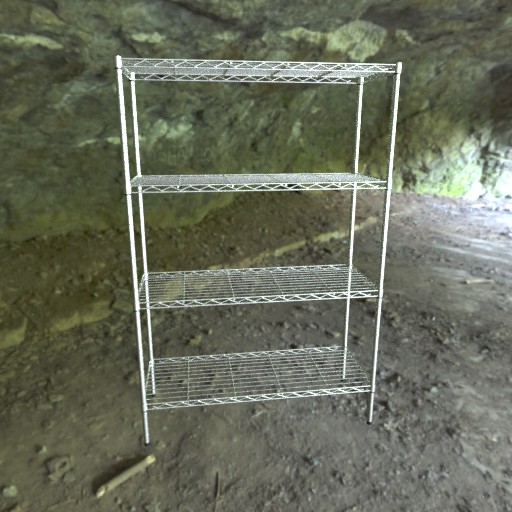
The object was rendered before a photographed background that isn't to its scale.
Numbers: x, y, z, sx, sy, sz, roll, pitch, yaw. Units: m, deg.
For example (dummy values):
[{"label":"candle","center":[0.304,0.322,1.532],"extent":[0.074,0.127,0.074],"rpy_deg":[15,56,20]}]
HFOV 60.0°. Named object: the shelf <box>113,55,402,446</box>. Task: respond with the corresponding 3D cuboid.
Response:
[{"label":"shelf","center":[0.000,0.000,1.716],"extent":[0.907,1.360,0.352],"rpy_deg":[-2,16,-8]}]
